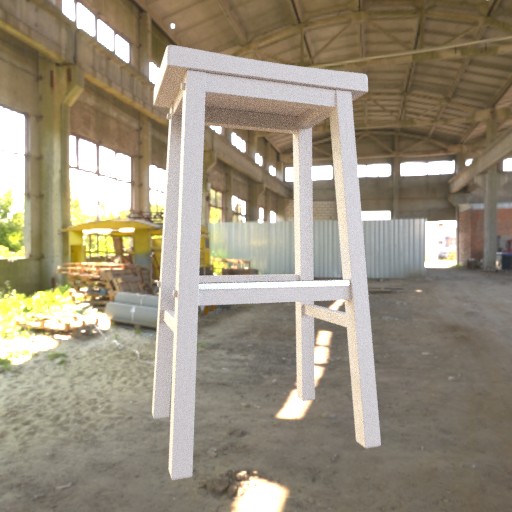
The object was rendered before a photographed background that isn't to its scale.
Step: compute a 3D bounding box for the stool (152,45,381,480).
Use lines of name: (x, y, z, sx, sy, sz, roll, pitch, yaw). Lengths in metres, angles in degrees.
stool: (0.000, 0.000, 0.948, 0.406, 0.742, 0.322, 0, 0, -19)
